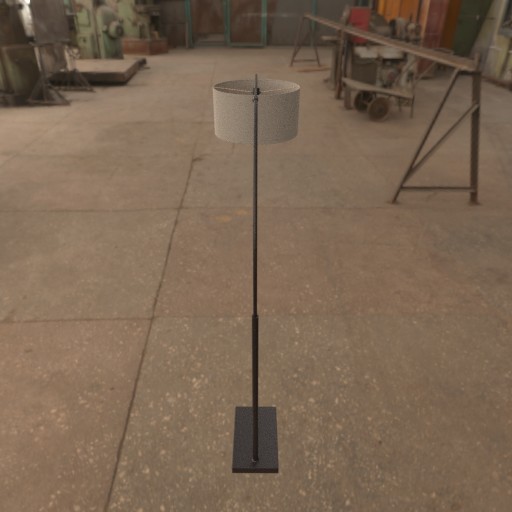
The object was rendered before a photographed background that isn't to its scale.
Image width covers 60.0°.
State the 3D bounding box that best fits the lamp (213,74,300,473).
[{"bbox_3d":[0.000,0.000,2.546,0.493,1.927,1.424,0,31,0],"label":"lamp"}]
